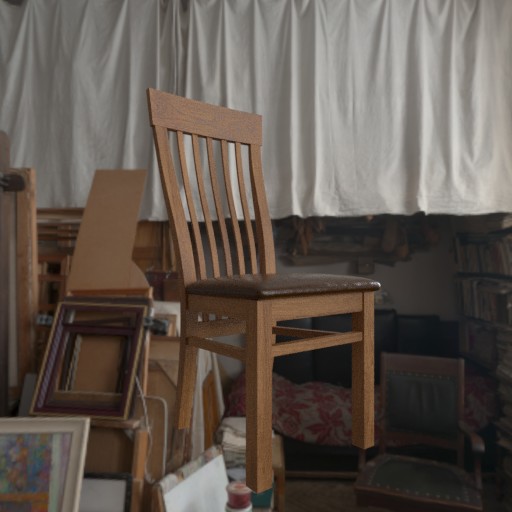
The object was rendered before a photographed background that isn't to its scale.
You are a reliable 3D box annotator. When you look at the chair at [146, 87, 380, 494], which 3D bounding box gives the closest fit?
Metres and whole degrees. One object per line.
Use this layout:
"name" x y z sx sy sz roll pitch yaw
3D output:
"chair" 0.000 0.000 1.317 0.450 1.050 0.580 0 0 -38
